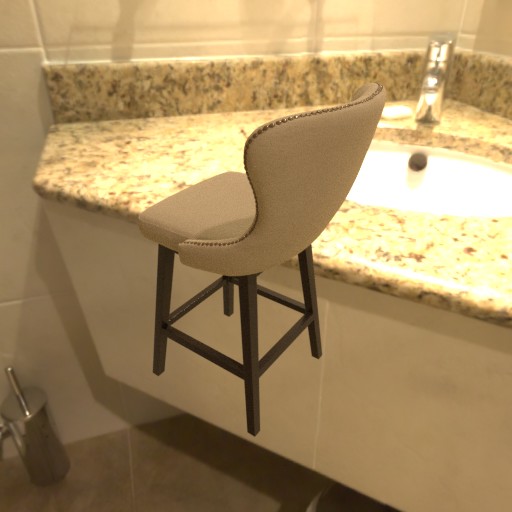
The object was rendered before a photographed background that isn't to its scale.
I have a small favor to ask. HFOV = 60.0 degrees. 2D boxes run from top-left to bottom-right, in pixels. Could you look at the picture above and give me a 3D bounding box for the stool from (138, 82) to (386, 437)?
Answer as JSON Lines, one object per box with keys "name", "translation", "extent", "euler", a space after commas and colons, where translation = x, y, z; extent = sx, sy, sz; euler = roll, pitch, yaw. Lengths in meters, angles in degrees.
{"name": "stool", "translation": [0.000, 0.000, 1.309], "extent": [0.593, 0.971, 0.528], "euler": [21, 37, 30]}
